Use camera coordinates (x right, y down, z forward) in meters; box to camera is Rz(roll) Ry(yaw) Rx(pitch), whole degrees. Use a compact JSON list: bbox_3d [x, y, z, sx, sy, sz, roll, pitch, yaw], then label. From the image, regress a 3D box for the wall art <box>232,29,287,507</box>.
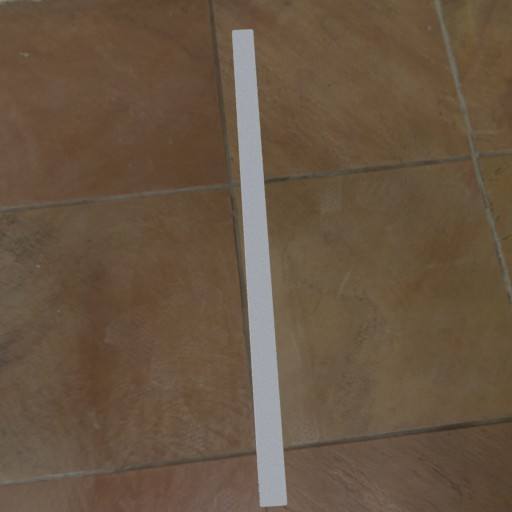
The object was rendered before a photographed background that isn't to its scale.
[{"bbox_3d":[0.000,0.000,0.816,0.038,0.255,0.763,-3,76,-1],"label":"wall art"}]
